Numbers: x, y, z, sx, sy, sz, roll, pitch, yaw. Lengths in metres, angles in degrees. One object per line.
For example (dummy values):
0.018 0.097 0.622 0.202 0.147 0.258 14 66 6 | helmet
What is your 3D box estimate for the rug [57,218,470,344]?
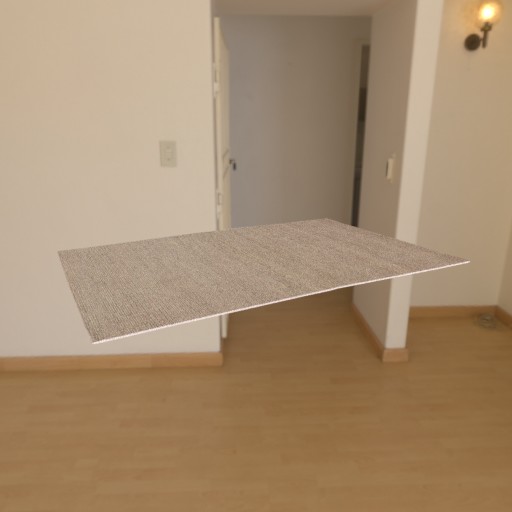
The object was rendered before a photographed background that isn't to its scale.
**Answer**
0.000 0.000 2.275 1.792 0.021 1.154 -9 19 -27 | rug
